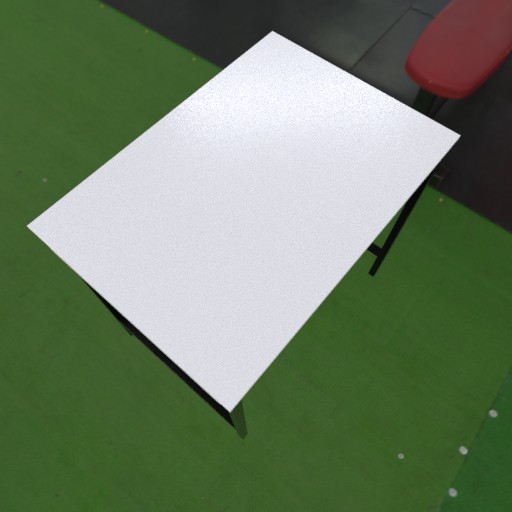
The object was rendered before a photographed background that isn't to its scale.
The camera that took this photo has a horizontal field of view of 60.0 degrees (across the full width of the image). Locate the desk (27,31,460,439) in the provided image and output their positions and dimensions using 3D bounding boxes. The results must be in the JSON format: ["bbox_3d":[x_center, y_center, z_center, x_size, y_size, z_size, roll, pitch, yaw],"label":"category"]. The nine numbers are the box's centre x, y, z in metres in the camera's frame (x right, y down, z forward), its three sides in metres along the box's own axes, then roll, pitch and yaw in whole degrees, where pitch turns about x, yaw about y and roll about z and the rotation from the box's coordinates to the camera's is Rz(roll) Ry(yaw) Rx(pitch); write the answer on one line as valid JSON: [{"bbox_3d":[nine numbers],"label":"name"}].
[{"bbox_3d":[0.000,0.000,1.327,0.573,0.766,0.811,37,69,17],"label":"desk"}]
